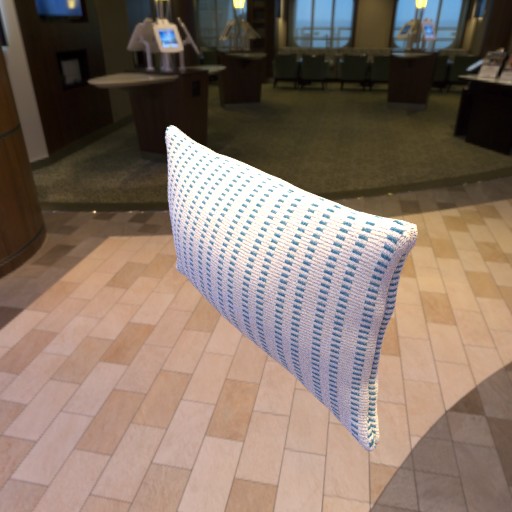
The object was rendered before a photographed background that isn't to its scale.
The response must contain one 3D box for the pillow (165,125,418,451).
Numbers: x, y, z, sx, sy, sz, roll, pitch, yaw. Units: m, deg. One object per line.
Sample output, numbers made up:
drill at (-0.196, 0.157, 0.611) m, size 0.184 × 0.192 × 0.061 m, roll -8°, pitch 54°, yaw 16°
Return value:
pillow at (0.000, 0.000, 0.792) m, size 0.210 × 0.353 × 0.640 m, roll -18°, pitch 33°, yaw -30°
